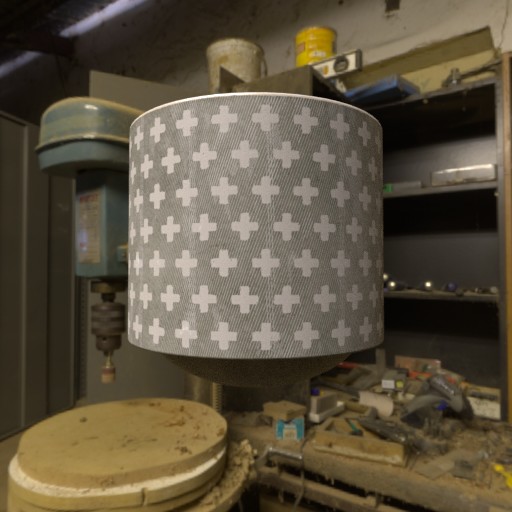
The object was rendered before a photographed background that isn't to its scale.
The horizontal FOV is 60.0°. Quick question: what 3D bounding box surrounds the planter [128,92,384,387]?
[{"bbox_3d":[0.000,0.000,0.344,0.190,0.181,0.190,0,-2,0],"label":"planter"}]
